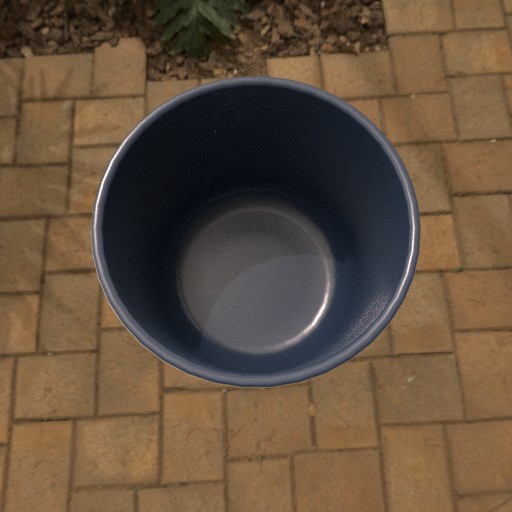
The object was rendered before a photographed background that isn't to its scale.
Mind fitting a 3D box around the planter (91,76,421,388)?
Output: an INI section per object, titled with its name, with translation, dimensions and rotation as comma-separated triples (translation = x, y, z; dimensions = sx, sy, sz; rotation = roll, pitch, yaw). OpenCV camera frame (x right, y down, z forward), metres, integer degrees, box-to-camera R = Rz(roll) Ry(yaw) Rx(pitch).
[planter]
translation = 0.000, 0.000, 0.396
dimensions = 0.224, 0.203, 0.224
rotation = 0, 75, 0
